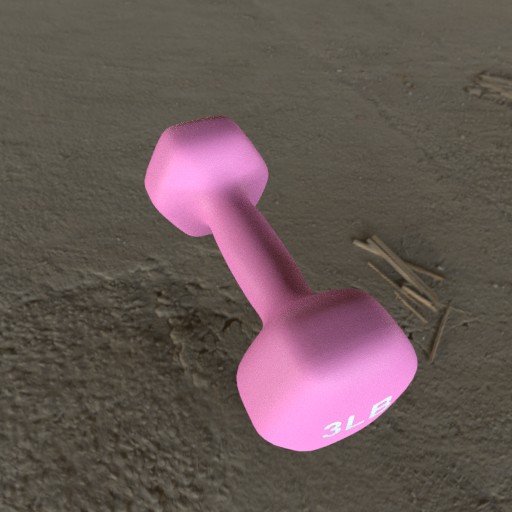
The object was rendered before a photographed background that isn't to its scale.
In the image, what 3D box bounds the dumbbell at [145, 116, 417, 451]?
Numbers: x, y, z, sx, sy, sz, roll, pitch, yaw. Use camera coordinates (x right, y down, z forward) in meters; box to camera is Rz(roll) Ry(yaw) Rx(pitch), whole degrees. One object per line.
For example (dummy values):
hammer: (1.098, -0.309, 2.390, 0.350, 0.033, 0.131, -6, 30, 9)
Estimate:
dumbbell: (0.000, 0.000, 0.192, 0.064, 0.058, 0.159, -18, 50, -16)
